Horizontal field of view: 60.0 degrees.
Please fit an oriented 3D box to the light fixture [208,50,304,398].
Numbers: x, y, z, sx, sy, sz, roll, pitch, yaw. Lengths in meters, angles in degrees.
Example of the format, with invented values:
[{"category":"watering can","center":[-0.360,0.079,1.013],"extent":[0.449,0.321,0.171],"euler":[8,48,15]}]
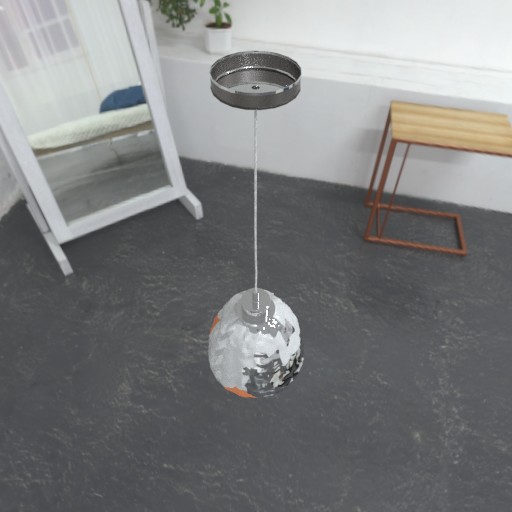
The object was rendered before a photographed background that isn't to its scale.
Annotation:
[{"category":"light fixture","center":[0.000,0.000,1.769],"extent":[0.496,1.511,0.500],"euler":[-4,48,-4]}]
